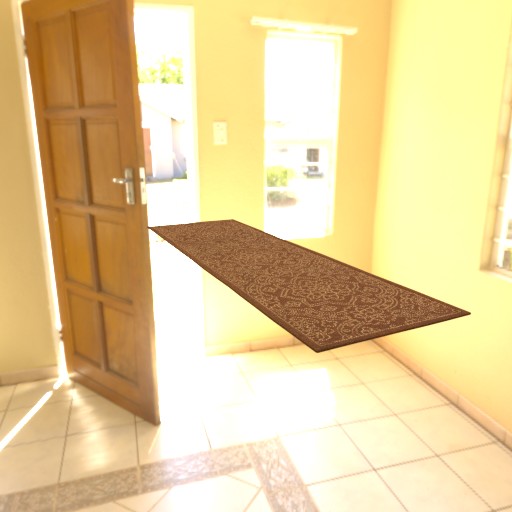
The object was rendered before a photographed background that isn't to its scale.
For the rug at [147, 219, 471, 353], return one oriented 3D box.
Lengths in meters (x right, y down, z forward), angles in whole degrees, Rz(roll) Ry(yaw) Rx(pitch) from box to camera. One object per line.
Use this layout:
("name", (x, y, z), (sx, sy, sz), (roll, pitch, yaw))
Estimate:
("rug", (0.000, 0.000, 2.714), (0.769, 0.012, 2.448), (-7, 17, -26))
